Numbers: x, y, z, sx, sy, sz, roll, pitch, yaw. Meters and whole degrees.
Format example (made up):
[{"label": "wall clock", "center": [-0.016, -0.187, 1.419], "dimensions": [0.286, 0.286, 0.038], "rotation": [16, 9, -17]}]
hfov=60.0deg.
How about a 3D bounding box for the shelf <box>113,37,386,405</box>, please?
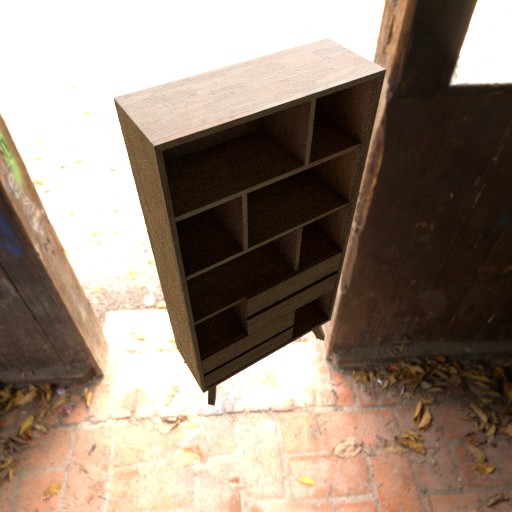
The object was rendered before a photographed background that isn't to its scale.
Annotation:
[{"label": "shelf", "center": [0.000, 0.000, 1.809], "dimensions": [0.748, 1.471, 0.308], "rotation": [-25, 53, -21]}]
